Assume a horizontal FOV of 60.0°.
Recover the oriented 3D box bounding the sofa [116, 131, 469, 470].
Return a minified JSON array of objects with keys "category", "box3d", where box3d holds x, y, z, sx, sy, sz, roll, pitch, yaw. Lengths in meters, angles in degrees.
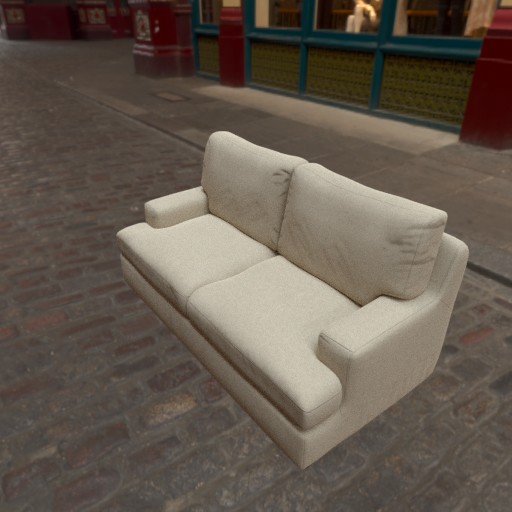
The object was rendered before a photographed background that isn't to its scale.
[{"category":"sofa","box3d":[0.000,0.000,2.478,0.962,0.967,1.885,-21,36,-32]}]
